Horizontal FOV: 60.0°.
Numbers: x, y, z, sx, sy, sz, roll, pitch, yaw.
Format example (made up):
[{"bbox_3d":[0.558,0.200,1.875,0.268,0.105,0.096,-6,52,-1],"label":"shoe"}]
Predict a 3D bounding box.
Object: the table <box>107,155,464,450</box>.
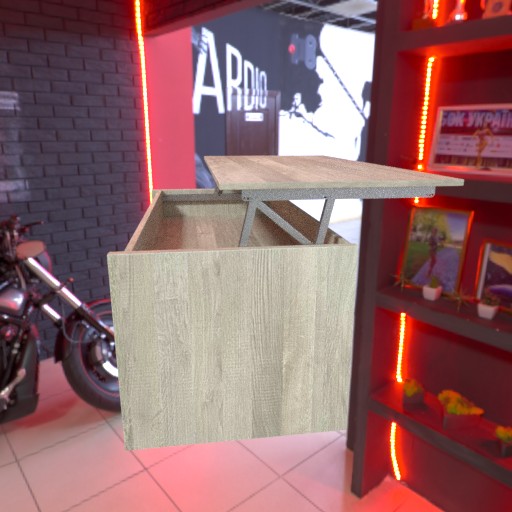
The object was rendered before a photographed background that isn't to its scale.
[{"bbox_3d":[0.000,0.000,1.403,0.712,0.570,1.000,-2,16,-8],"label":"table"}]
